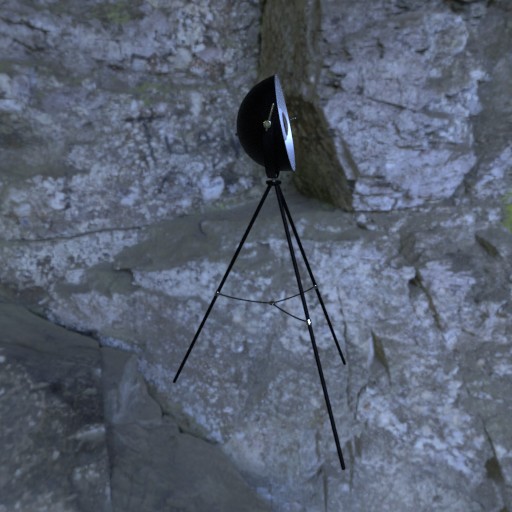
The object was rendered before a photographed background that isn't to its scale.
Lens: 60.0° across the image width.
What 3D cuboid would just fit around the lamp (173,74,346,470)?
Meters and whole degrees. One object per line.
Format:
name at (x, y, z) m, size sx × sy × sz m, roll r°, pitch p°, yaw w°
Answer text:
lamp at (0.000, 0.000, 1.988) m, size 0.920 × 1.512 × 0.817 m, roll 3°, pitch 18°, yaw 8°
